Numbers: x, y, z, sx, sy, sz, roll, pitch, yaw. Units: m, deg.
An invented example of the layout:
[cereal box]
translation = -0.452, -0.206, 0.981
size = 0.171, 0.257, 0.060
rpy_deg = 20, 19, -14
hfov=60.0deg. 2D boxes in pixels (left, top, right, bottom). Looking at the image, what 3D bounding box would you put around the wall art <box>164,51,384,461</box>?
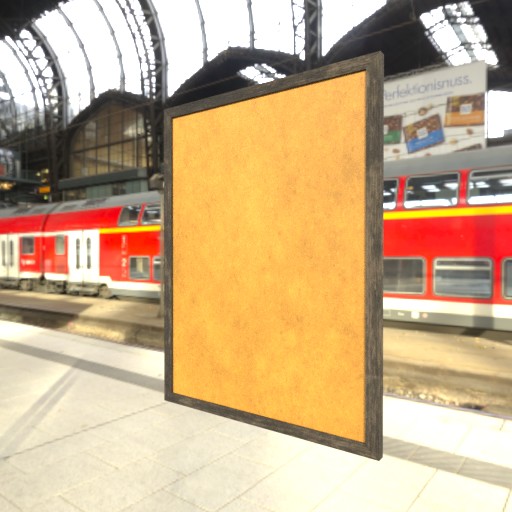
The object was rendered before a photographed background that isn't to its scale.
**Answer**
[wall art]
translation = 0.000, 0.000, 1.400
size = 0.812, 1.066, 0.029
rpy_deg = 0, 1, 36
